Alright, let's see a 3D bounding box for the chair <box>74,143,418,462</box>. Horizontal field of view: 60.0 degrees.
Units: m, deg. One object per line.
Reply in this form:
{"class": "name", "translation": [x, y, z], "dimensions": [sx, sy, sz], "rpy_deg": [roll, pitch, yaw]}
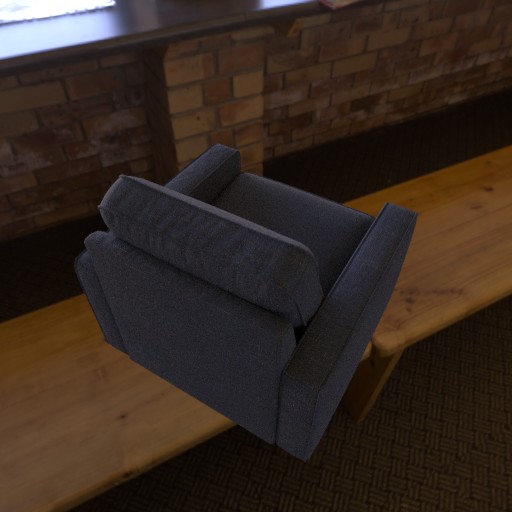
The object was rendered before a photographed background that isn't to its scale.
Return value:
{"class": "chair", "translation": [0.000, 0.000, 1.762], "dimensions": [1.017, 0.919, 0.940], "rpy_deg": [24, 51, 21]}
